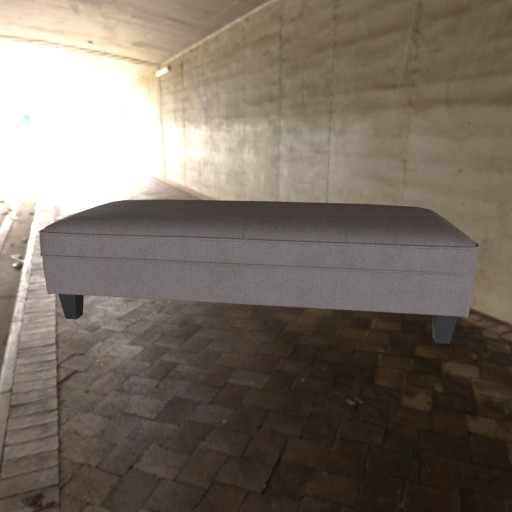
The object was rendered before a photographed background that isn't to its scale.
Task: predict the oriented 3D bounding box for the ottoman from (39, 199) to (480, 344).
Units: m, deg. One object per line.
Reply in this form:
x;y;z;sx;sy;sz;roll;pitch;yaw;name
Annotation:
0.000;0.000;2.096;1.764;0.470;0.751;2;16;8;ottoman
